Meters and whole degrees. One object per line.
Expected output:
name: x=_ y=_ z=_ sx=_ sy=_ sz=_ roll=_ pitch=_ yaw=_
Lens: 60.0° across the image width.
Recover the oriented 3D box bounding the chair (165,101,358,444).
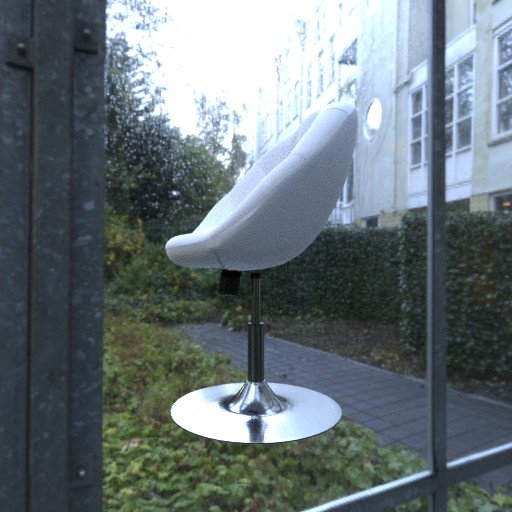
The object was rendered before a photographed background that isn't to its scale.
chair: x=0.000 y=0.000 z=1.833 sx=0.736 sy=1.261 sz=0.940 roll=0 pitch=0 yaw=-17
